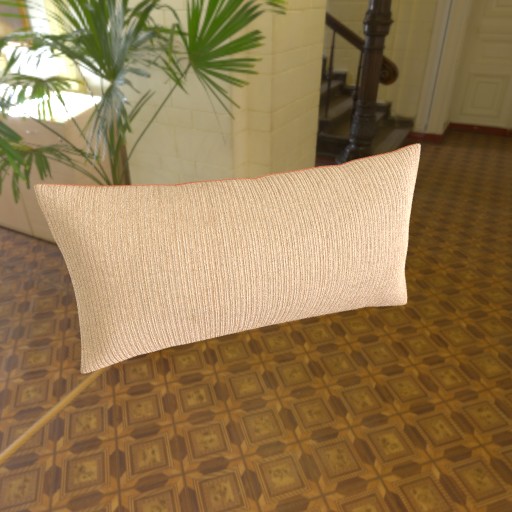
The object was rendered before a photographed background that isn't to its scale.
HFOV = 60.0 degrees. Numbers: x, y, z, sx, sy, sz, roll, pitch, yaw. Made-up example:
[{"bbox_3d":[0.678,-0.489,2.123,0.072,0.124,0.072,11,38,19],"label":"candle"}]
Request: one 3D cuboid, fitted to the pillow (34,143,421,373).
[{"bbox_3d":[0.000,0.000,0.730,0.608,0.307,0.155,-9,32,-15],"label":"pillow"}]
